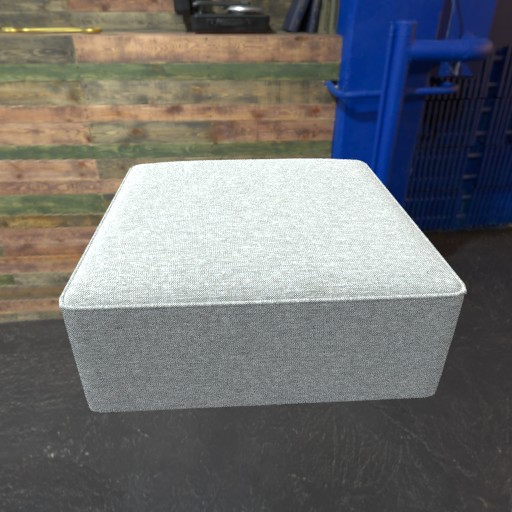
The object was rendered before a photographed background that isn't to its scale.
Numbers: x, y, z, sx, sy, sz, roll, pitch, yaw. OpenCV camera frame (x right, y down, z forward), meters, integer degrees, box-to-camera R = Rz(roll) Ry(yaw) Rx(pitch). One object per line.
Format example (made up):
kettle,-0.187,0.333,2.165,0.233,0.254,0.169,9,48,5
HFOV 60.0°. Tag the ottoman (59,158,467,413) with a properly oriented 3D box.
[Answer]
ottoman,0.000,0.000,1.570,1.005,0.455,1.005,-2,31,-3
